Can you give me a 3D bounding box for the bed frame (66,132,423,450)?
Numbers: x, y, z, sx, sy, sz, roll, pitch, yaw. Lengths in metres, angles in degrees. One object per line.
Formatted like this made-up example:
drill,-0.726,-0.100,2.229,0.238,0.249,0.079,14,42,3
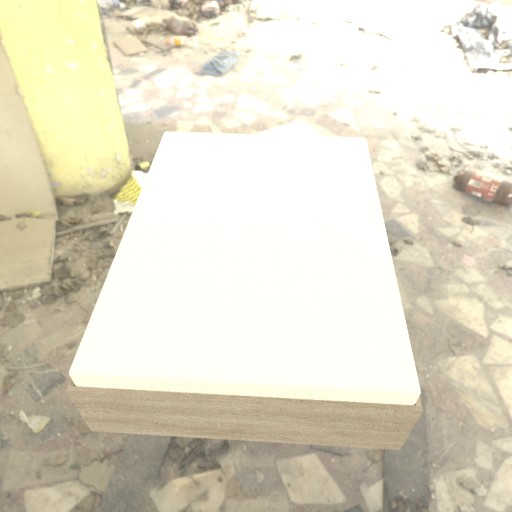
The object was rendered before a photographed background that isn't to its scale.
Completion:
bed frame,0.000,0.000,2.579,1.448,0.490,1.944,2,45,2
